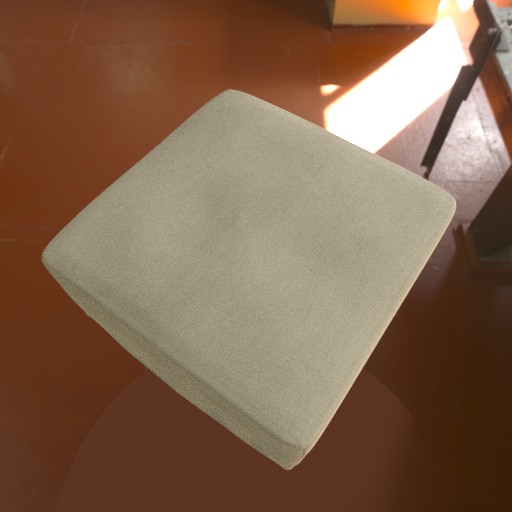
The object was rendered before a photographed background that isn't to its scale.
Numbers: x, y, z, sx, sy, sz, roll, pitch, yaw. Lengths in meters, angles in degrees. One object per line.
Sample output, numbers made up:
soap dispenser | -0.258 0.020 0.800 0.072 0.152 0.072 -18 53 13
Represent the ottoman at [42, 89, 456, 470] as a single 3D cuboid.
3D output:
ottoman | 0.000 0.000 1.326 0.843 0.441 0.842 32 64 18
